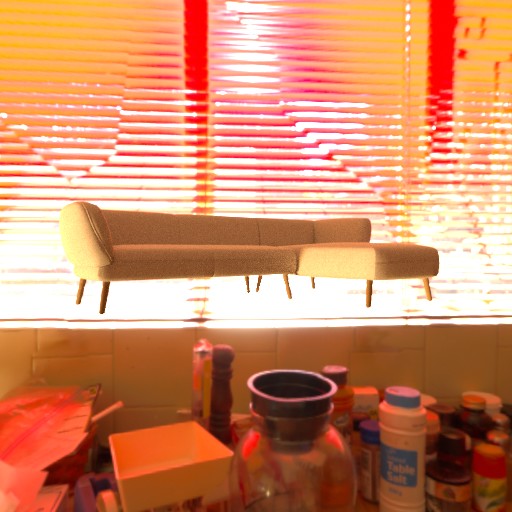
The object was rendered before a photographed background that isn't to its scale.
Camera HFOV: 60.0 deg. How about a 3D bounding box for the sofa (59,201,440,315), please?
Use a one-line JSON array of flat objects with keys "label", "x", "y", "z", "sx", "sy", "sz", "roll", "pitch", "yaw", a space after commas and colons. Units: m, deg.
[{"label": "sofa", "x": 0.000, "y": 0.000, "z": 3.436, "sx": 2.660, "sy": 0.730, "sz": 1.610, "roll": -1, "pitch": 1, "yaw": -35}]
